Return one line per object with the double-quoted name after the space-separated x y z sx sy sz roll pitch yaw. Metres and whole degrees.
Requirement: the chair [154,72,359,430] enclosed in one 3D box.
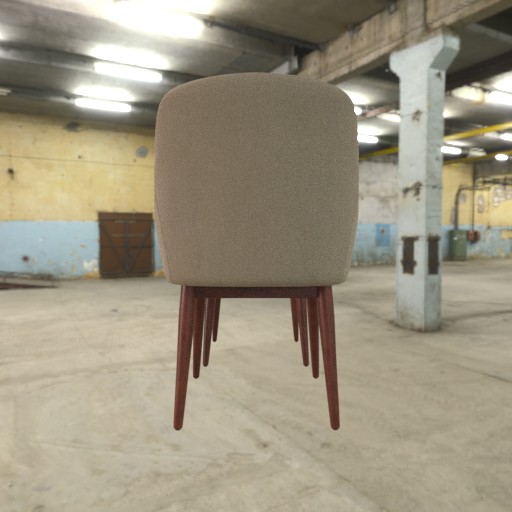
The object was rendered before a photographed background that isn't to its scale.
0.000 0.000 1.561 0.584 0.866 1.114 0 2 0 "chair"
